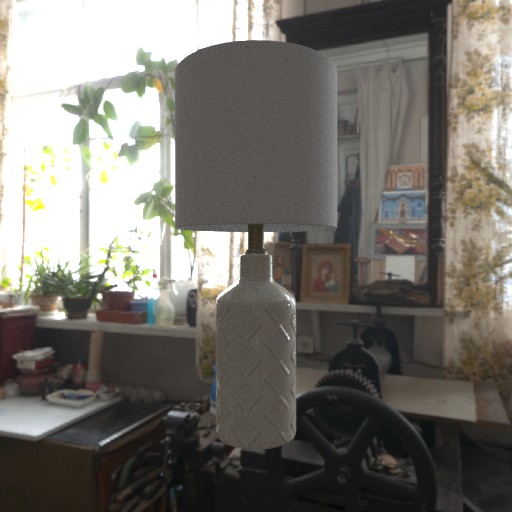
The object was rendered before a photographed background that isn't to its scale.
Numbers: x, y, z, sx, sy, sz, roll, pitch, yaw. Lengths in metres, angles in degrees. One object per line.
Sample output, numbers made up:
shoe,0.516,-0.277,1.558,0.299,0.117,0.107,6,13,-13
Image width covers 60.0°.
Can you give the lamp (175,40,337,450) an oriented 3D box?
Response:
lamp,0.000,0.000,0.575,0.207,0.461,0.207,0,1,-17
